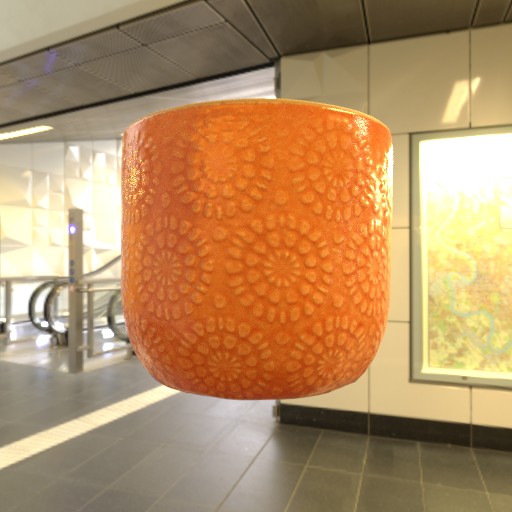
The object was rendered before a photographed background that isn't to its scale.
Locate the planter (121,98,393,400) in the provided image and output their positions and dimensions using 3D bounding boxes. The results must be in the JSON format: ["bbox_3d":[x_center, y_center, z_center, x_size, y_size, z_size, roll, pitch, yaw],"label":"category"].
[{"bbox_3d":[0.000,0.000,0.284,0.170,0.152,0.170,0,0,0],"label":"planter"}]
